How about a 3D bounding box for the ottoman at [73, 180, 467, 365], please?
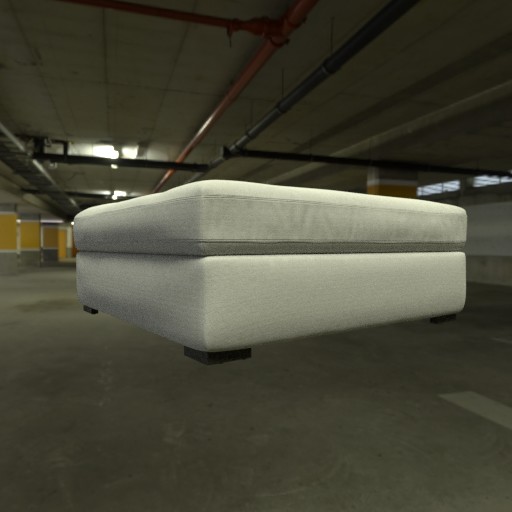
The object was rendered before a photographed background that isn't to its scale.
[{"bbox_3d":[0.000,0.000,1.779,1.163,0.482,1.167,-1,2,-36],"label":"ottoman"}]
